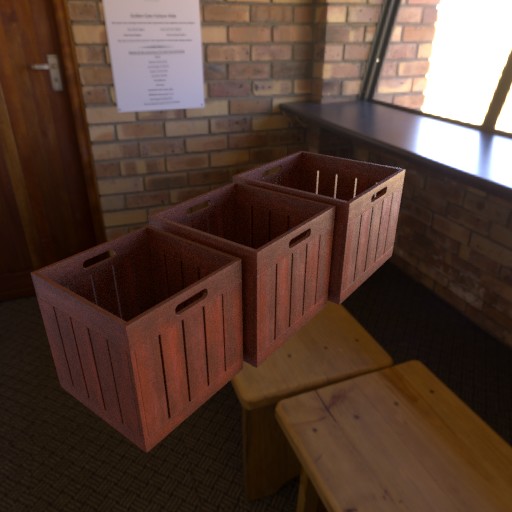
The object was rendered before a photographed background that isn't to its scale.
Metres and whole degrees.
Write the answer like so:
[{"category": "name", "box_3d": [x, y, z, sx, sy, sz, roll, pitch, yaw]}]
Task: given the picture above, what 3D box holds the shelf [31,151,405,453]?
[{"category": "shelf", "box_3d": [0.000, 0.000, 1.219, 0.393, 0.311, 1.064, 19, 33, 33]}]
